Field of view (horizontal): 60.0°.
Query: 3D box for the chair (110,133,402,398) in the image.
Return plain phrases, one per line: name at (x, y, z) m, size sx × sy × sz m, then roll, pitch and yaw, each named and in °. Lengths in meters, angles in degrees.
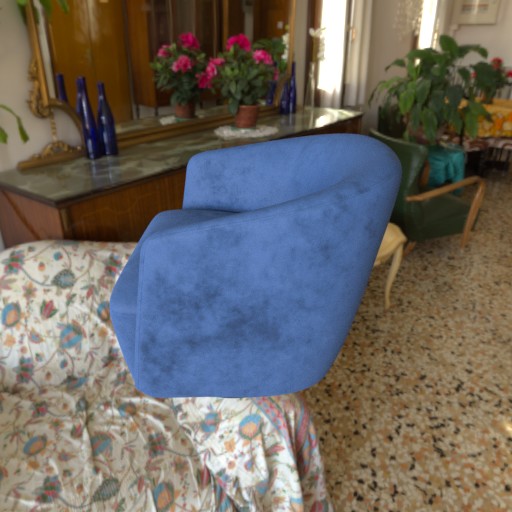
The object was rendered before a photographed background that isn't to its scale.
chair at (0.000, 0.000, 1.380) m, size 0.767 × 0.698 × 0.773 m, roll 0°, pitch 26°, yaw 0°
